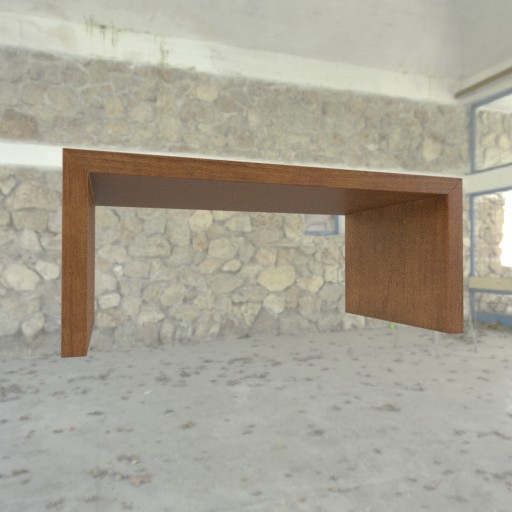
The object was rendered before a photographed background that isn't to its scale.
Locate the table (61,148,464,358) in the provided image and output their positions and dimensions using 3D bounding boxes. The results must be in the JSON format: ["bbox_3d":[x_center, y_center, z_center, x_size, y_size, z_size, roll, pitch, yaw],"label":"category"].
[{"bbox_3d":[0.000,0.000,1.301,1.000,0.419,0.549,0,-1,-18],"label":"table"}]
